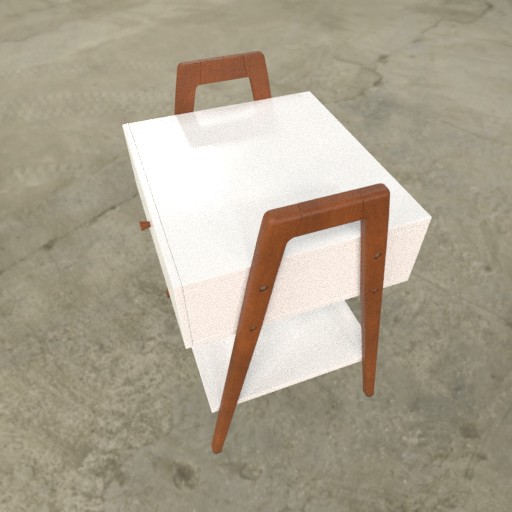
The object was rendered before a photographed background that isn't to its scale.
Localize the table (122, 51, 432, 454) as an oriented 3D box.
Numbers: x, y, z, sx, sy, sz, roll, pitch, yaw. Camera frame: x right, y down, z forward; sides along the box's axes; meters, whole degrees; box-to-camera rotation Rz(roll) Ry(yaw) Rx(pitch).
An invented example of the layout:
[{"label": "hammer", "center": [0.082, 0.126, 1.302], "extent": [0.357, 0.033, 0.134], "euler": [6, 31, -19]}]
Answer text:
[{"label": "table", "center": [0.000, 0.000, 0.882], "extent": [0.405, 0.610, 0.457], "euler": [-15, 48, -14]}]
